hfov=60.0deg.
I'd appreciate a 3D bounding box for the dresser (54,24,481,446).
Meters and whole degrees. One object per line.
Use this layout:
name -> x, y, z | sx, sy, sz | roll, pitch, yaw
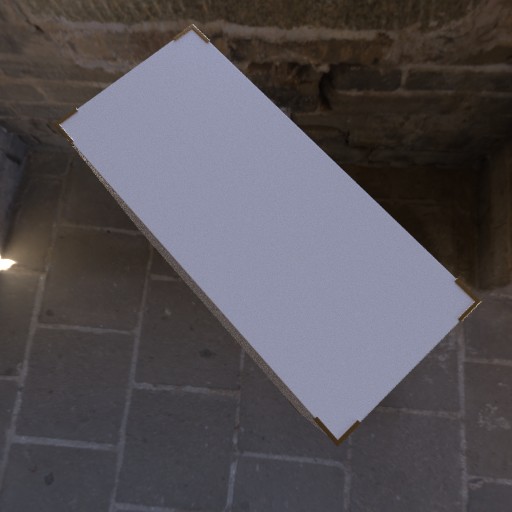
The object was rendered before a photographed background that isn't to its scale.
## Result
dresser -> 0.000, 0.000, 1.495 | 0.460, 0.891, 1.022 | -41, 79, -10
